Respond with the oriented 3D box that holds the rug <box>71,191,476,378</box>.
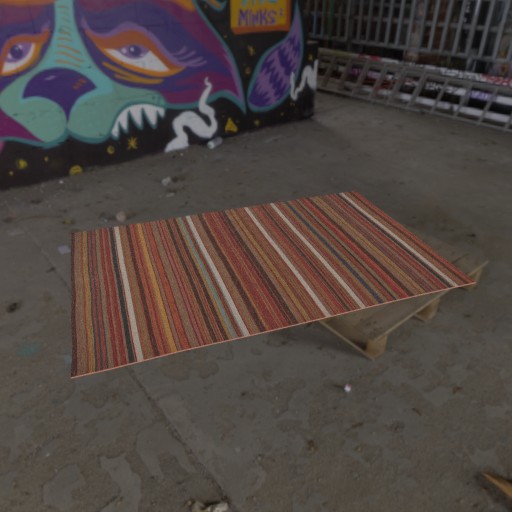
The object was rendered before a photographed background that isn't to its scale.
[{"bbox_3d":[0.000,0.000,3.086,2.438,0.008,1.523,-10,34,-16],"label":"rug"}]
